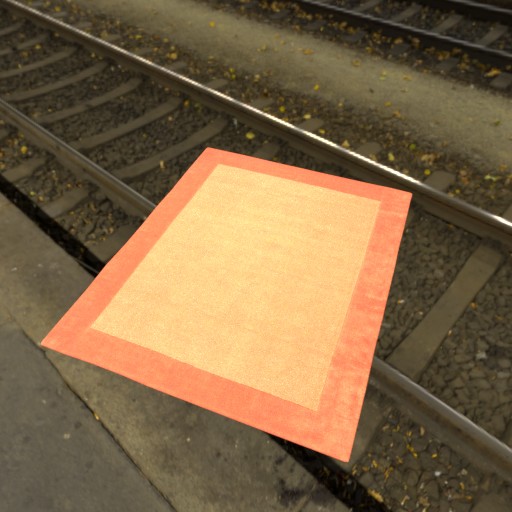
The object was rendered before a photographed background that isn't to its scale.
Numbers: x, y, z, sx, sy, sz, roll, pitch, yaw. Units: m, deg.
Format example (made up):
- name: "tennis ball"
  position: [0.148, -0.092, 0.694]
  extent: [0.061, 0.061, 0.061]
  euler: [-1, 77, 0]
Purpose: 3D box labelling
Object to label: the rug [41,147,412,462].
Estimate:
- name: "rug"
  position: [0.000, 0.000, 4.072]
  extent: [2.430, 0.018, 2.976]
  euler: [16, 48, 15]
